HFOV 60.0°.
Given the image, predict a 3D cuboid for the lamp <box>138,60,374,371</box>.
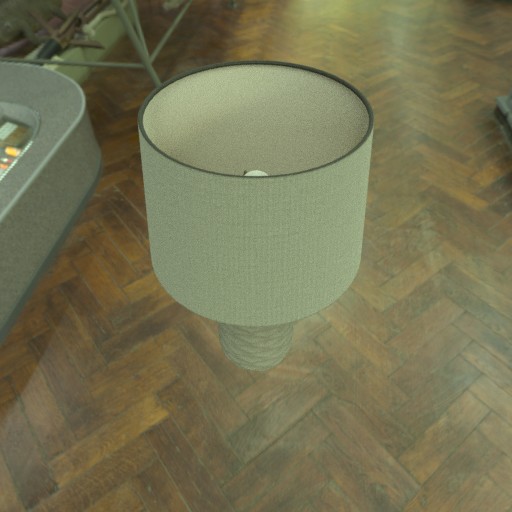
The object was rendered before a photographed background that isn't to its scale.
[{"bbox_3d":[0.000,0.000,0.831,0.376,0.594,0.376,0,46,0],"label":"lamp"}]
